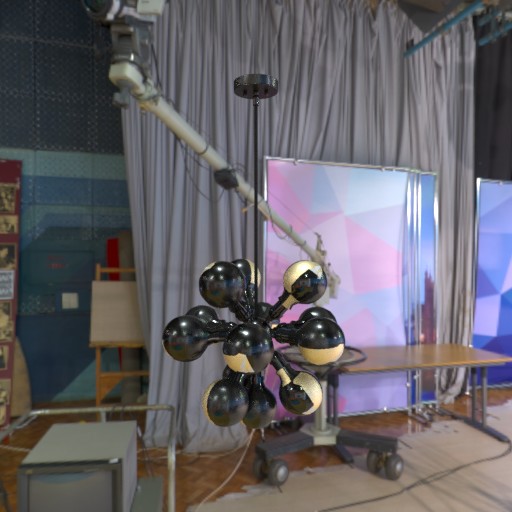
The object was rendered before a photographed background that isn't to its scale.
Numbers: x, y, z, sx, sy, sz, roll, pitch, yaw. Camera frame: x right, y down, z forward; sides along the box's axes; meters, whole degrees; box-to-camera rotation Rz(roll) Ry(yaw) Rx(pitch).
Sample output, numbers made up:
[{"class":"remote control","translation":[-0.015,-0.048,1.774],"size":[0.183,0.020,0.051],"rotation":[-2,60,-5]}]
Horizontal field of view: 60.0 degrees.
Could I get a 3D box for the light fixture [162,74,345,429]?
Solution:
[{"class":"light fixture","translation":[0.000,0.000,1.104],"size":[0.468,0.859,0.420],"rotation":[1,1,35]}]
